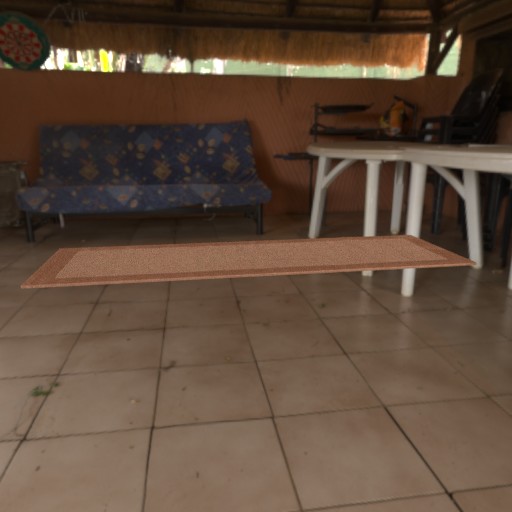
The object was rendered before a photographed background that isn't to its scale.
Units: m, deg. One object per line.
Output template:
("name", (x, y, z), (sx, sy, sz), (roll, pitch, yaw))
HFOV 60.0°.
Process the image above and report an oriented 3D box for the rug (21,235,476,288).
("rug", (0.000, 0.000, 2.698), (2.439, 0.017, 0.764), (-3, 15, -9))
